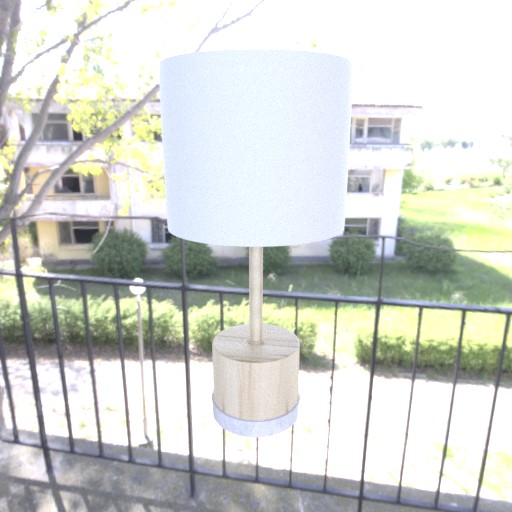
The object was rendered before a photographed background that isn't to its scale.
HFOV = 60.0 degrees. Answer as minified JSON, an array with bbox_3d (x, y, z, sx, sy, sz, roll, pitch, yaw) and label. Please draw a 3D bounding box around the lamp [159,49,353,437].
[{"bbox_3d":[0.000,0.000,0.591,0.229,0.470,0.229,3,16,10],"label":"lamp"}]
